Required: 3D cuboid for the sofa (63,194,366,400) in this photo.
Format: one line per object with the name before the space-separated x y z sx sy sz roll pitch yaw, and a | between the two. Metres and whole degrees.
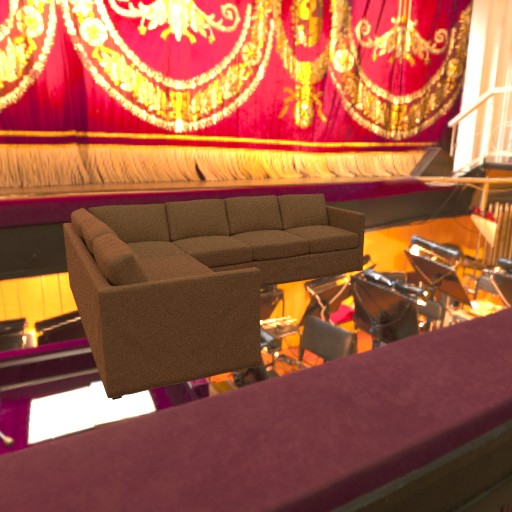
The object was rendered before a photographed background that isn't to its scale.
sofa | 0.000 0.000 4.215 3.182 0.871 2.432 -7 16 -26
